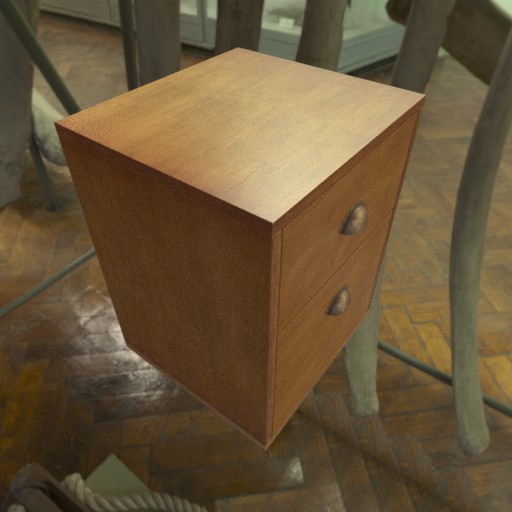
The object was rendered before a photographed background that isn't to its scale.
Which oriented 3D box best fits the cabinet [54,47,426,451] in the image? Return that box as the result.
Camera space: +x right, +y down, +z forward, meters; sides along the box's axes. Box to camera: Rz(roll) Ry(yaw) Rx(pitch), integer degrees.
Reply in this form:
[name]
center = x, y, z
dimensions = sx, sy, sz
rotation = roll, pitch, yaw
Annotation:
[cabinet]
center = 0.000, 0.000, 0.845
dimensions = 0.401, 0.579, 0.409
rotation = 27, 49, 27
